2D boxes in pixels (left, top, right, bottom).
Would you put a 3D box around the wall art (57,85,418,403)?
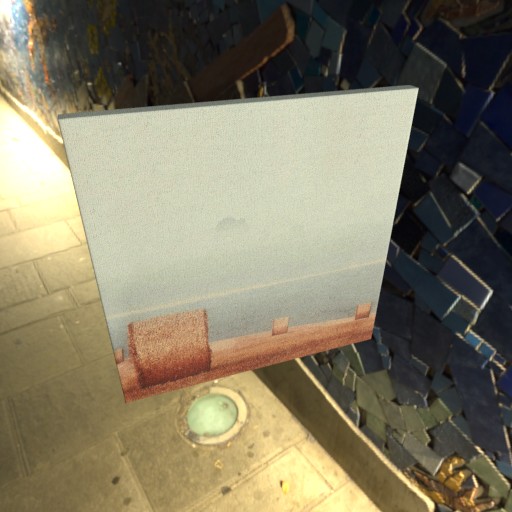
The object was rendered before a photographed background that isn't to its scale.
[{"bbox_3d":[0.000,0.000,0.885,0.605,0.605,0.034,-11,34,-16],"label":"wall art"}]
